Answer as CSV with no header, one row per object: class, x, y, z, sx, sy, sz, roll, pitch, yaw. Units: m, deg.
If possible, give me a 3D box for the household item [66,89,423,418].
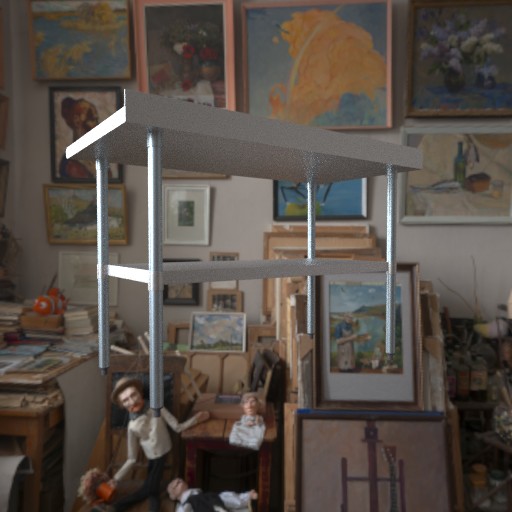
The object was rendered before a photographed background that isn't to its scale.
household item,0.000,0.000,1.691,1.219,0.851,0.610,-1,2,-36
